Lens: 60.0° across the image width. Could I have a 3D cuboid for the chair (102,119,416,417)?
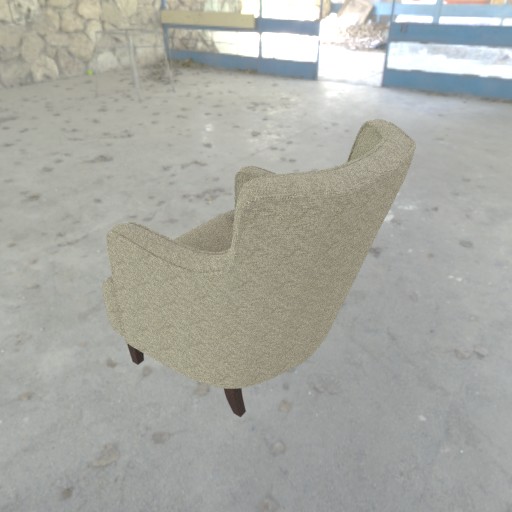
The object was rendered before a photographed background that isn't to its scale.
[{"bbox_3d":[0.000,0.000,1.646,0.910,0.920,0.820,20,36,30],"label":"chair"}]
